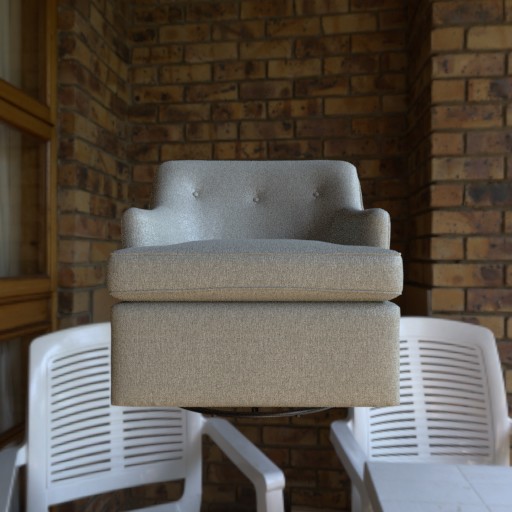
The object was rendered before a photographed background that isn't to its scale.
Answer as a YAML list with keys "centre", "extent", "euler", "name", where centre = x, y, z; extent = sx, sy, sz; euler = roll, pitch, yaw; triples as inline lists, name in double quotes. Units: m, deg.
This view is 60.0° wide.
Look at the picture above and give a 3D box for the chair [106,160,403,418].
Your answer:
- centre: [0.000, 0.000, 1.580]
  extent: [0.864, 0.856, 0.923]
  euler: [0, 0, 0]
  name: "chair"
